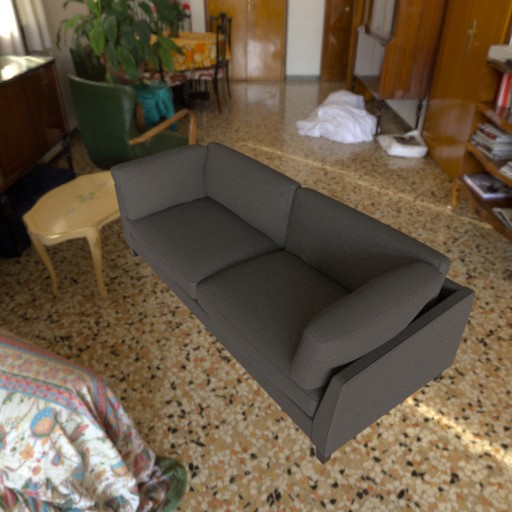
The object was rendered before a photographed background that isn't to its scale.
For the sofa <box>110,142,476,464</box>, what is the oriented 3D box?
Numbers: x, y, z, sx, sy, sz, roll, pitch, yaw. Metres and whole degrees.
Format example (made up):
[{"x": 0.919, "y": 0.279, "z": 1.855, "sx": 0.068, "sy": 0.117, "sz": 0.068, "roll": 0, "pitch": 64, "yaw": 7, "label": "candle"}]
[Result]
[{"x": 0.000, "y": 0.000, "z": 2.736, "sx": 0.969, "sy": 0.792, "sz": 2.312, "roll": -21, "pitch": 38, "yaw": -30, "label": "sofa"}]
